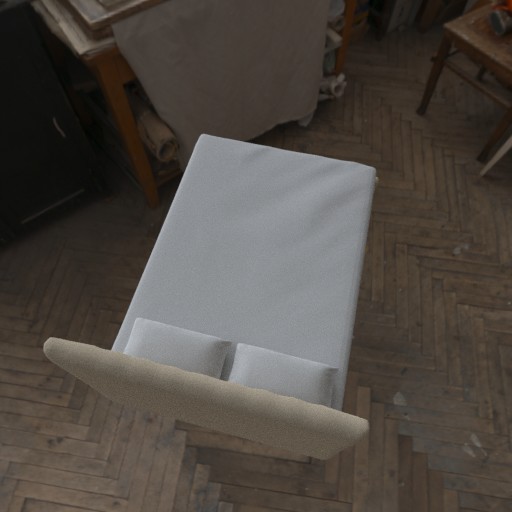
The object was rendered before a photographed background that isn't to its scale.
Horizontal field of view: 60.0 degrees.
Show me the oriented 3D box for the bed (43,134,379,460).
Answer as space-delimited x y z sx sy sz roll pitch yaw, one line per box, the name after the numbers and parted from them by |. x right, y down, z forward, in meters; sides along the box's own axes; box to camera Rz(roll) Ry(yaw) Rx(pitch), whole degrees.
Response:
0.000 0.000 3.316 1.698 1.427 2.387 13 63 7 | bed
